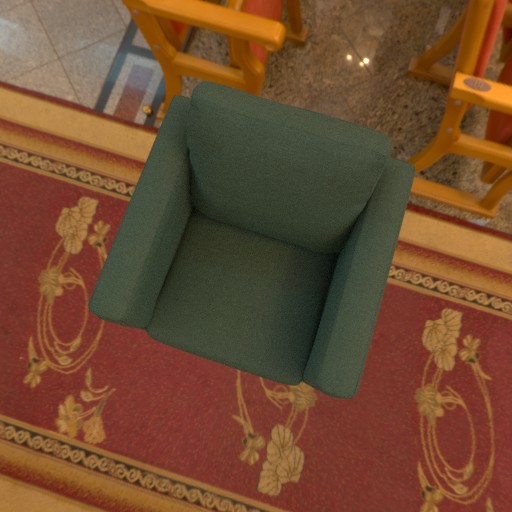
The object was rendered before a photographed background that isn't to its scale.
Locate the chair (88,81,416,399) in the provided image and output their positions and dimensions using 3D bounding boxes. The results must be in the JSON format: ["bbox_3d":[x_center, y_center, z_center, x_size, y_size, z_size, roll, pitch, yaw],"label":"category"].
[{"bbox_3d":[0.000,0.000,1.602,0.855,0.927,0.800,18,77,4],"label":"chair"}]
